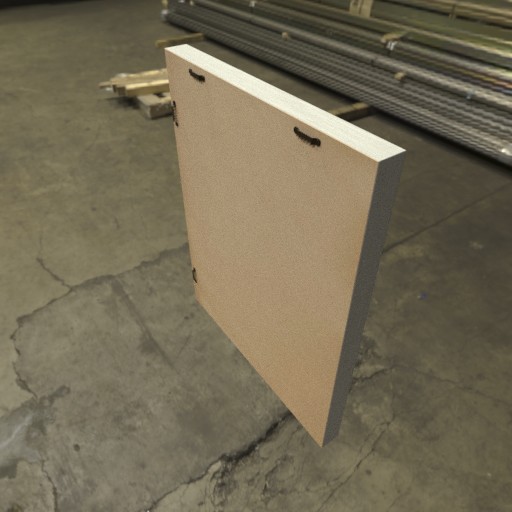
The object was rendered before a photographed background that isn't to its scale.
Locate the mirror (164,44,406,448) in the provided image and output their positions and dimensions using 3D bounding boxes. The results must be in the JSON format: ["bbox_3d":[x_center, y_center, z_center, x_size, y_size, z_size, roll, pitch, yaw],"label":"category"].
[{"bbox_3d":[0.000,0.000,0.674,0.041,0.508,0.405,-25,46,-26],"label":"mirror"}]
